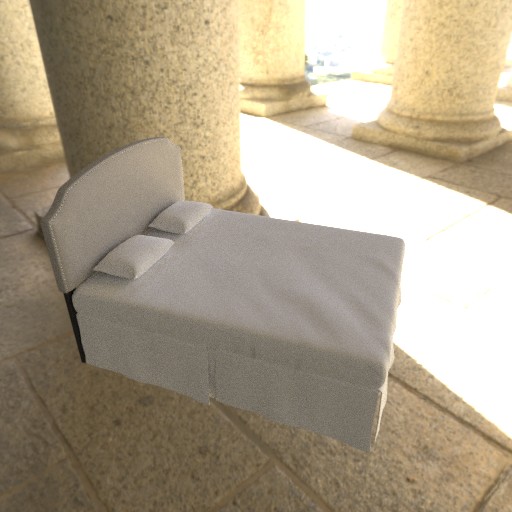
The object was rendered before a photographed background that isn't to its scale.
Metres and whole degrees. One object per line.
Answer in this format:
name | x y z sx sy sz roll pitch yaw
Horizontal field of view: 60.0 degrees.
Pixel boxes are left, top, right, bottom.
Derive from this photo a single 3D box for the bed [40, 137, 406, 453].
bed | 0.000 0.000 2.992 1.999 1.270 1.558 10 32 17
